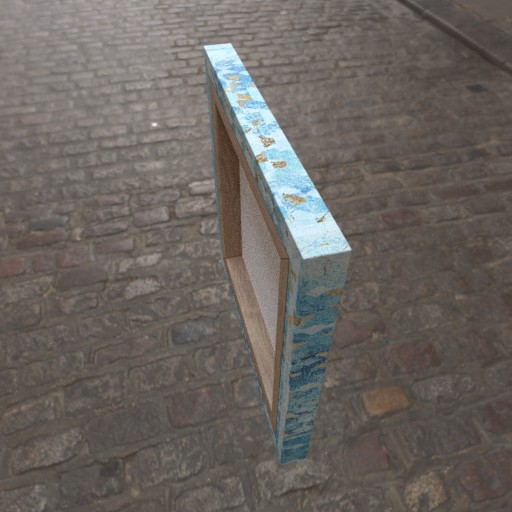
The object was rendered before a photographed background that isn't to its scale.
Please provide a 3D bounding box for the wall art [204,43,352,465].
[{"bbox_3d":[0.000,0.000,0.598,0.037,0.405,0.405,-11,47,-10],"label":"wall art"}]
